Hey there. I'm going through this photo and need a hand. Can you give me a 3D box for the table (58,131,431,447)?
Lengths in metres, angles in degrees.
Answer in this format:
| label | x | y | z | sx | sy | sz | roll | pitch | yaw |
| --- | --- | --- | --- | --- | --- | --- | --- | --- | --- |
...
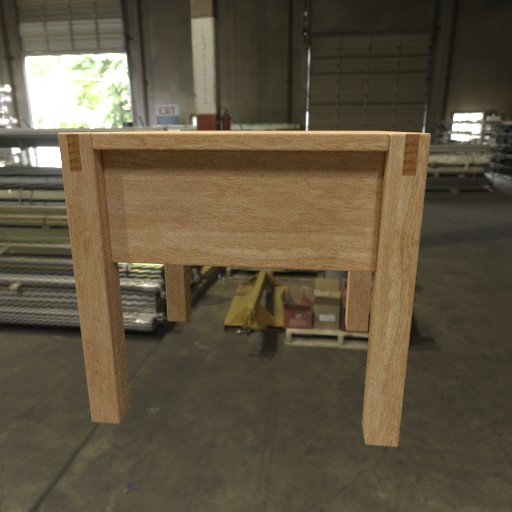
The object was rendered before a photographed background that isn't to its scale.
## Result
| label | x | y | z | sx | sy | sz | roll | pitch | yaw |
| --- | --- | --- | --- | --- | --- | --- | --- | --- | --- |
| table | 0.000 | 0.000 | 0.833 | 0.480 | 0.450 | 0.440 | 2 | 16 | 7 |
